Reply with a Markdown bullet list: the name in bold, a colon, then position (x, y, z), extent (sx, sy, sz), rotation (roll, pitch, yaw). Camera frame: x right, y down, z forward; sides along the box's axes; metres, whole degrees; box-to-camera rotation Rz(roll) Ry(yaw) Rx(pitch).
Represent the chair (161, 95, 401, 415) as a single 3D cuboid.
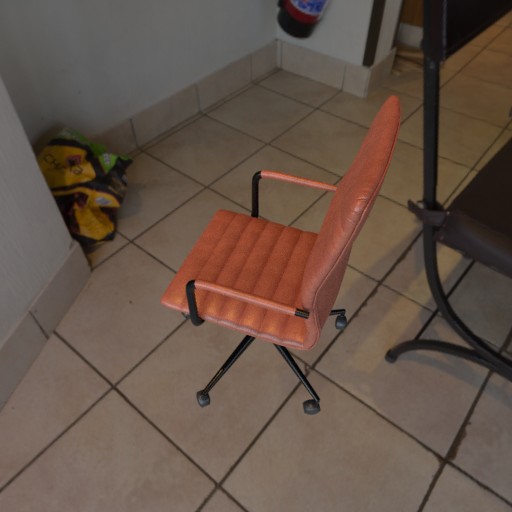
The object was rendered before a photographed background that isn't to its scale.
- **chair**: position (0.000, 0.000, 1.246), extent (0.578, 0.878, 0.600), rotation (15, 49, 14)
